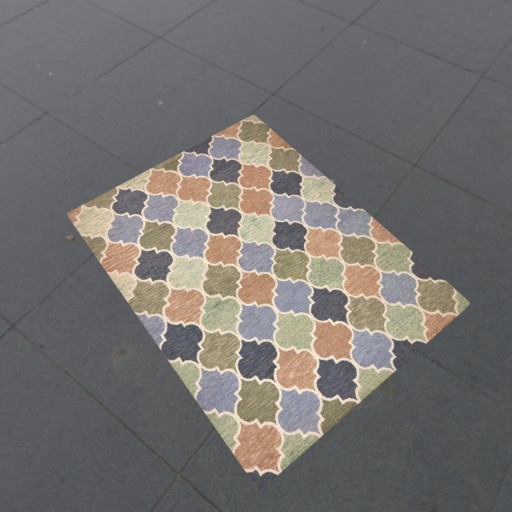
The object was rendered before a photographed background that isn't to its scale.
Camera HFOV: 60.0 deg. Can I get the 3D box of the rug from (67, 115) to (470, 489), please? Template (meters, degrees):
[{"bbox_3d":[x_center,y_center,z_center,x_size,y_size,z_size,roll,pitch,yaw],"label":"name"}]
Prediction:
[{"bbox_3d":[0.000,0.000,4.279,2.439,0.013,3.200,-34,64,-19],"label":"rug"}]
